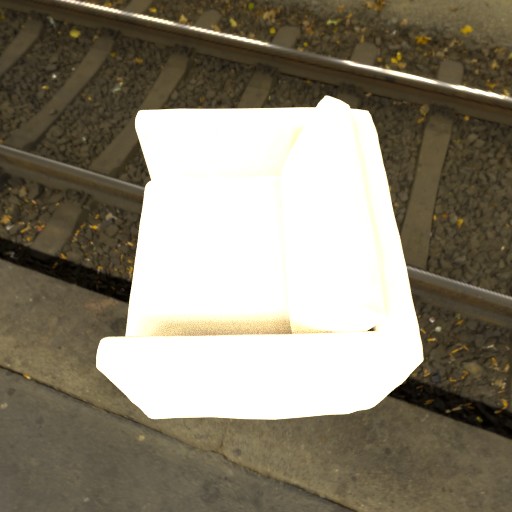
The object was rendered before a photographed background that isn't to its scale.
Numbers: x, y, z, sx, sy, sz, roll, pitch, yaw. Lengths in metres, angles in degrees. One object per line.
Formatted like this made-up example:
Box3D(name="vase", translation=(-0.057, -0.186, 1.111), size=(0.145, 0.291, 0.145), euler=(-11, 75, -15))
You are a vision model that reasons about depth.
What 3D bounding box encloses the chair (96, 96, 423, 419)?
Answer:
Box3D(name="chair", translation=(0.000, 0.000, 1.718), size=(0.947, 0.851, 1.057), euler=(-1, 59, -1))
